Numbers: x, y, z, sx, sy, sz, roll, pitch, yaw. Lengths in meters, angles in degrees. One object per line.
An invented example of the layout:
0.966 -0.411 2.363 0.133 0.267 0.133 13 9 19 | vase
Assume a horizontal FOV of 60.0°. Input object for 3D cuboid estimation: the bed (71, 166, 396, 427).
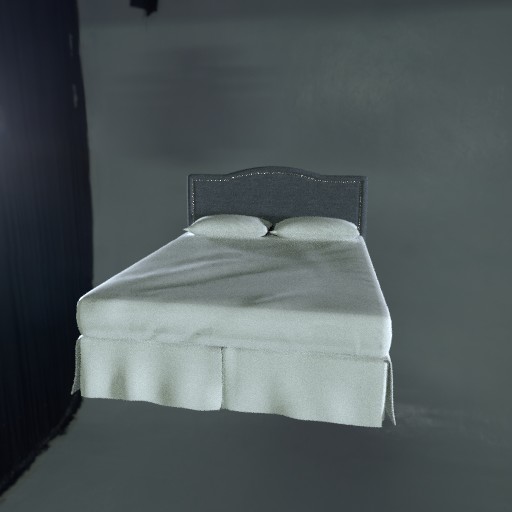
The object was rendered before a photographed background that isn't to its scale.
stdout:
0.000 0.000 3.948 2.161 1.457 2.689 2 14 9 | bed
